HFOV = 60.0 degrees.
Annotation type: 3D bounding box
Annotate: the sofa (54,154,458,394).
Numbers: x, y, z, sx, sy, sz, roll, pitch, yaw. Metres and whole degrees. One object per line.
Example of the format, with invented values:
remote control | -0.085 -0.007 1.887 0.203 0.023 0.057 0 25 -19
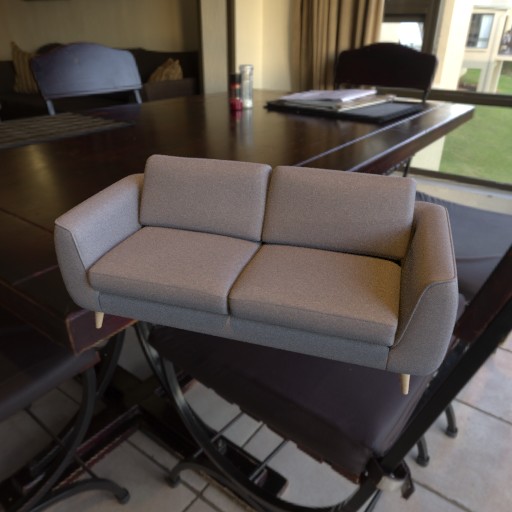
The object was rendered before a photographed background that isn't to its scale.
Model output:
sofa | 0.000 0.000 2.506 2.000 0.870 0.920 8 29 16
